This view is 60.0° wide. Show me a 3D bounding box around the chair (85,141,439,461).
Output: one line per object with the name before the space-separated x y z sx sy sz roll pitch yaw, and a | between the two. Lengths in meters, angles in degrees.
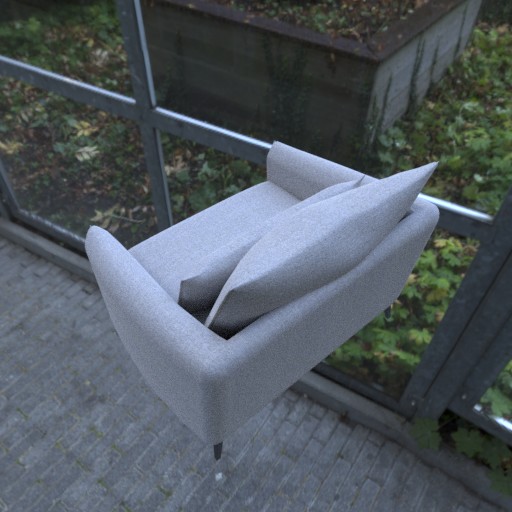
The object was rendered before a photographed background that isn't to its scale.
chair | 0.000 0.000 1.597 1.029 0.856 0.801 -31 53 -27
